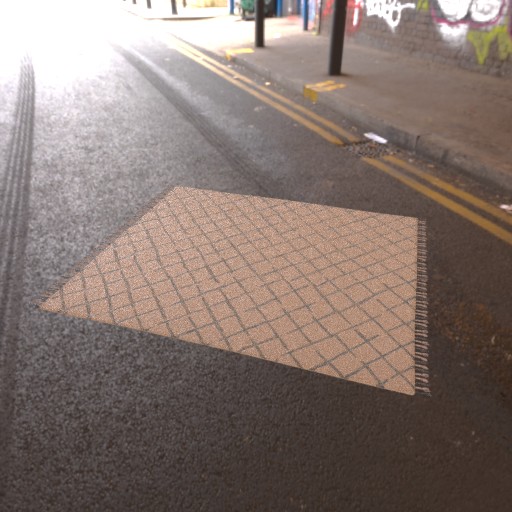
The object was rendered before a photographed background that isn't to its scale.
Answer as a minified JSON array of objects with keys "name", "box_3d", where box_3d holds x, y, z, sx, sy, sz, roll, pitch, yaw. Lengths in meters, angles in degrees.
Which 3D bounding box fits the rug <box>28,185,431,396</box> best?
[{"name":"rug","box_3d":[0.000,0.000,4.836,3.585,0.036,2.892,10,34,15]}]
